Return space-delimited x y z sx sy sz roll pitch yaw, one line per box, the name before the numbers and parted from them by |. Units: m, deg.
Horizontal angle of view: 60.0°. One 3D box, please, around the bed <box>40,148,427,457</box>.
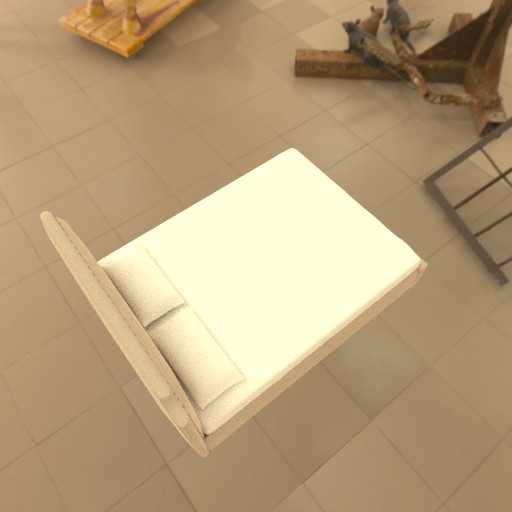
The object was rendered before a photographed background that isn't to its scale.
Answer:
bed | 0.000 0.000 3.454 2.372 1.443 1.713 -34 64 -19
